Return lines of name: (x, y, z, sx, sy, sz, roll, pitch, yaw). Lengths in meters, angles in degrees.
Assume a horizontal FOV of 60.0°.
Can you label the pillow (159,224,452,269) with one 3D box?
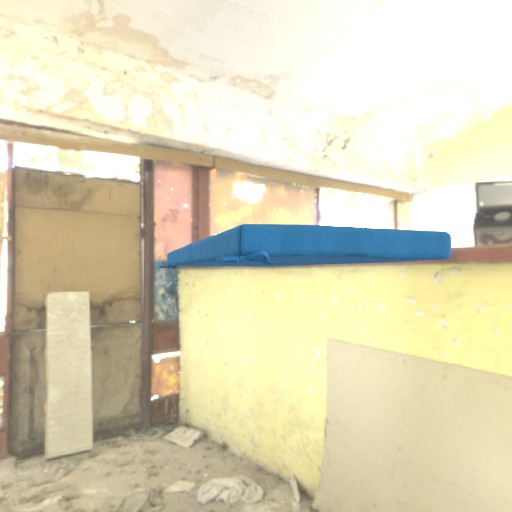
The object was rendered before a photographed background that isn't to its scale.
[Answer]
pillow: (0.000, 0.000, 1.374, 0.492, 0.081, 1.187, 1, -2, -18)
